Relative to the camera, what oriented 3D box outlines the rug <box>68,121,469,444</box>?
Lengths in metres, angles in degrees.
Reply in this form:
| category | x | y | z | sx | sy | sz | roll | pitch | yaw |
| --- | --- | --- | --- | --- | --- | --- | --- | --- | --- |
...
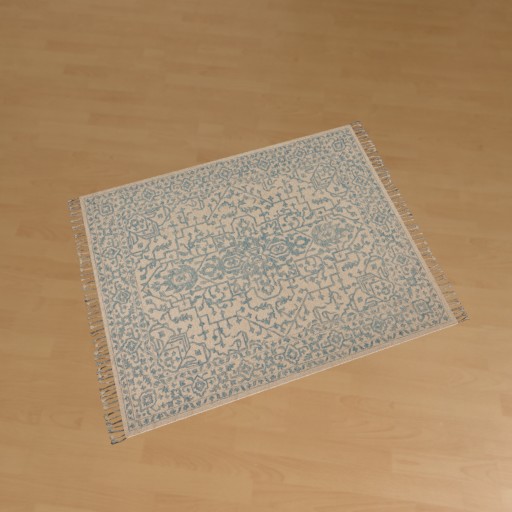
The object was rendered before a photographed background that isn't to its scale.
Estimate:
| category | x | y | z | sx | sy | sz | roll | pitch | yaw |
| --- | --- | --- | --- | --- | --- | --- | --- | --- | --- |
| rug | 0.000 | 0.000 | 4.300 | 3.327 | 0.010 | 2.464 | -17 | 66 | -8 |
